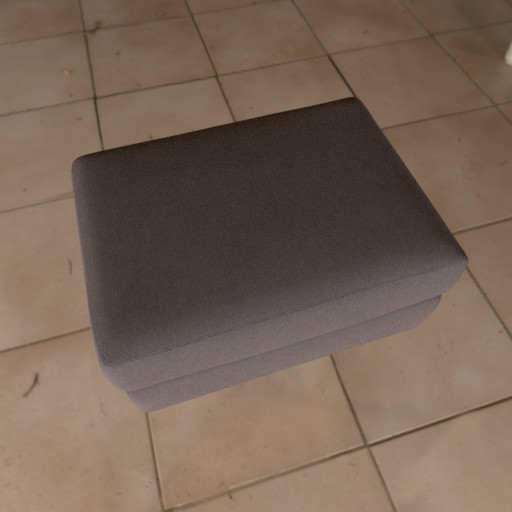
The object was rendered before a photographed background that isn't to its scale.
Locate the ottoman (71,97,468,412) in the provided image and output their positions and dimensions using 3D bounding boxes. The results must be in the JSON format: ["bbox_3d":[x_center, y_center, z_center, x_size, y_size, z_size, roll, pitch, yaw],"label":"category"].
[{"bbox_3d":[0.000,0.000,1.141,0.773,0.497,0.574,-15,59,-10],"label":"ottoman"}]
